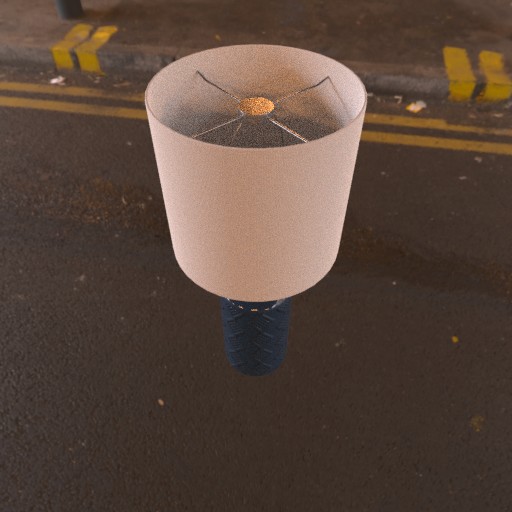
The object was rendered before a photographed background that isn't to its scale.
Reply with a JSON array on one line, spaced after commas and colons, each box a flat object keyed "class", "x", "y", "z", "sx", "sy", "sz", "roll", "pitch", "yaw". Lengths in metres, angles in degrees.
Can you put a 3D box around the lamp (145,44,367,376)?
[{"class": "lamp", "x": 0.000, "y": 0.000, "z": 0.585, "sx": 0.207, "sy": 0.461, "sz": 0.207, "roll": -31, "pitch": 54, "yaw": -26}]
